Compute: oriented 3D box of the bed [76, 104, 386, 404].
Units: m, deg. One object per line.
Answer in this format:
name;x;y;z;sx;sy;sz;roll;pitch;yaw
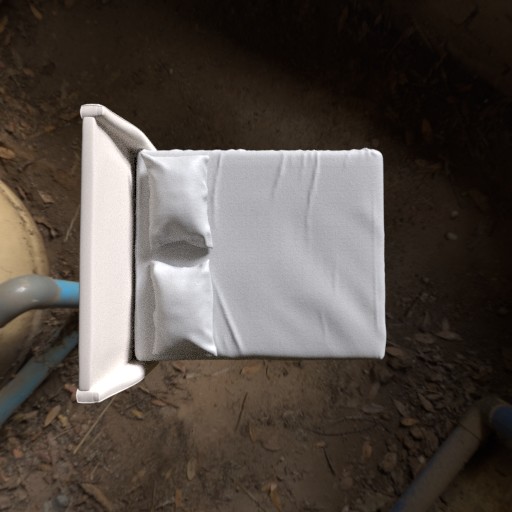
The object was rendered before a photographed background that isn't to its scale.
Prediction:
bed;0.000;0.000;3.451;2.276;1.332;1.925;0;88;0
